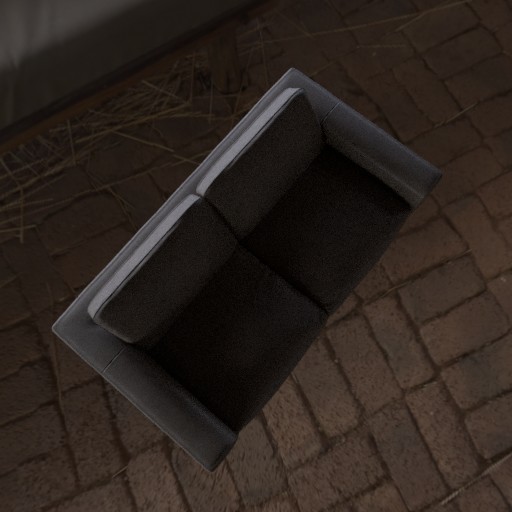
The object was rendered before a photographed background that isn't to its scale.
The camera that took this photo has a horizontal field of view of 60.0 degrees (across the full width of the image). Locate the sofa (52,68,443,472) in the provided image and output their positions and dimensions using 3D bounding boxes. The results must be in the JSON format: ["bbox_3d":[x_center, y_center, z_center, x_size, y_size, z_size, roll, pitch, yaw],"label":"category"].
[{"bbox_3d":[0.000,0.000,2.415,1.070,0.800,1.920,39,79,9],"label":"sofa"}]
